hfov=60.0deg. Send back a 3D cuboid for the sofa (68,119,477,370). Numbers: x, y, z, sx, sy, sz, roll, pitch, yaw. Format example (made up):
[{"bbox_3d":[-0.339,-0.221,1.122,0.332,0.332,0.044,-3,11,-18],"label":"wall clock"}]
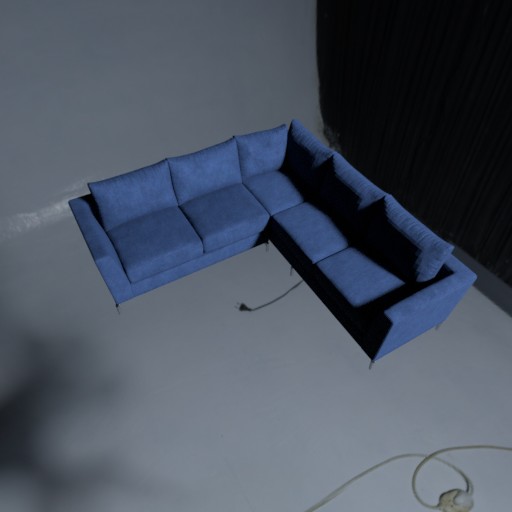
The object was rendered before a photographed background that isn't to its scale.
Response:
[{"bbox_3d":[0.000,0.000,3.840,2.472,0.988,2.463,-23,51,-20],"label":"sofa"}]
